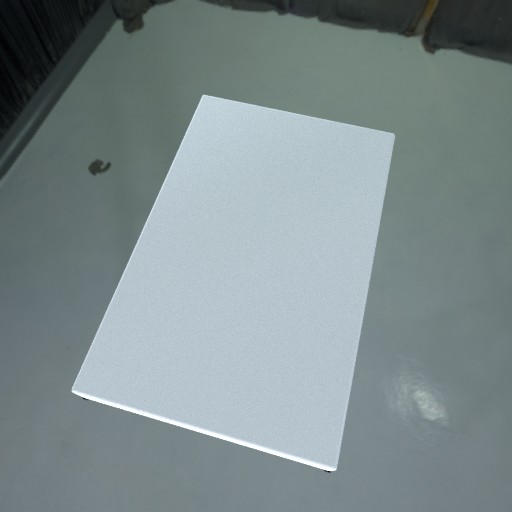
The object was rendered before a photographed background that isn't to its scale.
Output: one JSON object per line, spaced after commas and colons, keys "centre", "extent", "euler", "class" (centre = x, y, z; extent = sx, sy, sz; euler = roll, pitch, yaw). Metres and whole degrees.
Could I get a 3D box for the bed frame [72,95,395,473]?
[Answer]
{"centre": [0.000, 0.000, 3.853], "extent": [1.930, 0.440, 2.987], "euler": [14, 64, 7], "class": "bed frame"}
